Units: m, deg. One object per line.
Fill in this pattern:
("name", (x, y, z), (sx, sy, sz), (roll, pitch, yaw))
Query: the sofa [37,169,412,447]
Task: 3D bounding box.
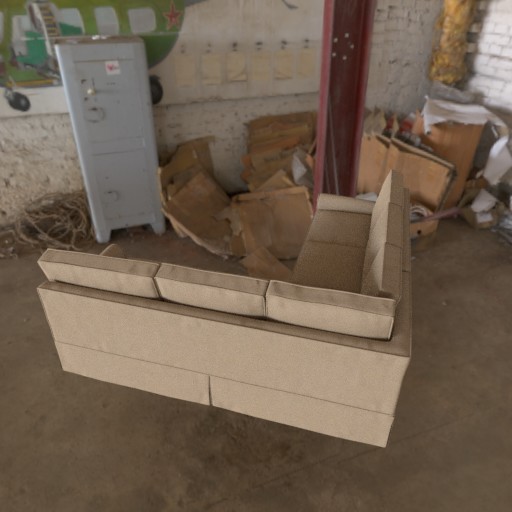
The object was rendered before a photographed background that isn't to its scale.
("sofa", (0.000, 0.000, 4.253), (2.733, 1.124, 2.730), (9, 33, 13))
